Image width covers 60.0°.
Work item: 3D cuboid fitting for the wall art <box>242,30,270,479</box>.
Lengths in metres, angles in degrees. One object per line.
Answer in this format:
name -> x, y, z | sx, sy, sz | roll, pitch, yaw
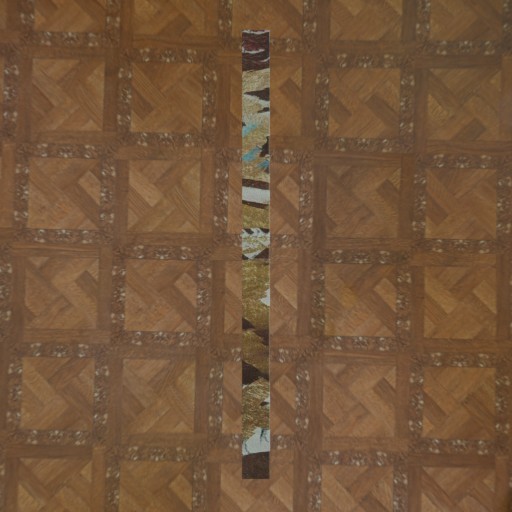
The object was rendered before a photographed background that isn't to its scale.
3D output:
wall art -> 0.000, 0.000, 0.907 | 0.041, 0.613, 0.609 | 0, 89, 0
